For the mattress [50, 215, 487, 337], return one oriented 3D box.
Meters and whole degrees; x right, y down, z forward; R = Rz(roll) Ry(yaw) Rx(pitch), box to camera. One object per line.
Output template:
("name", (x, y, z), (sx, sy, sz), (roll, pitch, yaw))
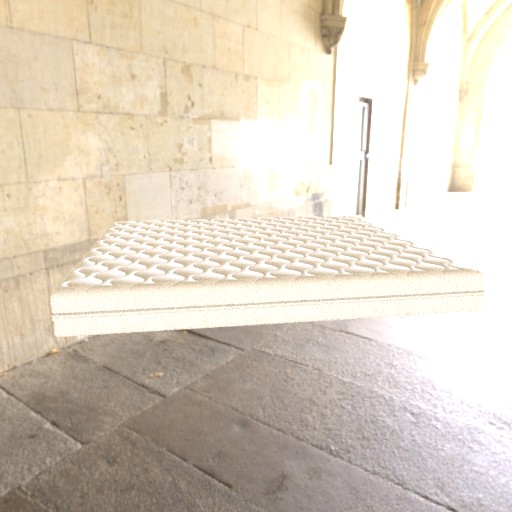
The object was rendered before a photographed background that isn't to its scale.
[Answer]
("mattress", (0.000, 0.000, 2.660), (1.900, 0.200, 1.600), (-2, 15, -8))
